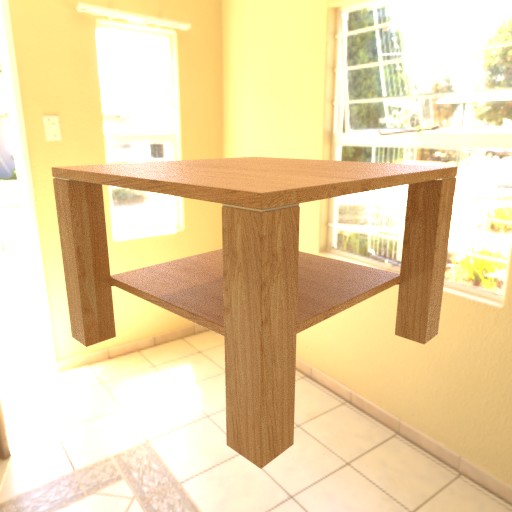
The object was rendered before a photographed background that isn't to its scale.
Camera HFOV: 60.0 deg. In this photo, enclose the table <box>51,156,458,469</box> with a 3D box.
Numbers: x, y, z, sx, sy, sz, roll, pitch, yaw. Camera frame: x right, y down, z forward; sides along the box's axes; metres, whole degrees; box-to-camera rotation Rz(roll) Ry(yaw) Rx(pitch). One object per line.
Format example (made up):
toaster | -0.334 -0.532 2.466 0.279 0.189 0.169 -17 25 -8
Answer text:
table | 0.000 0.000 1.138 0.700 0.450 0.700 14 21 42
